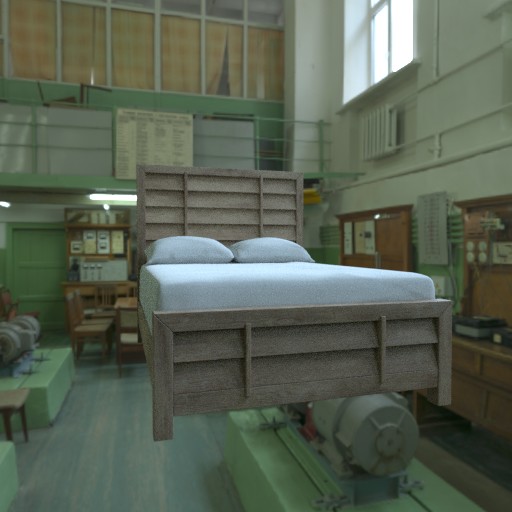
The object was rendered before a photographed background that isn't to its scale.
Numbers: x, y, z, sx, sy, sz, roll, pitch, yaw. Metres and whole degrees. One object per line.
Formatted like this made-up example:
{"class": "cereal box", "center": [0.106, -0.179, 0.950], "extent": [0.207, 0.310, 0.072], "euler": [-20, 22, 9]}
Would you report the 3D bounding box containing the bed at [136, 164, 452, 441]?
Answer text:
{"class": "bed", "center": [0.000, 0.000, 3.265], "extent": [1.626, 1.626, 2.197], "euler": [0, 1, -17]}
